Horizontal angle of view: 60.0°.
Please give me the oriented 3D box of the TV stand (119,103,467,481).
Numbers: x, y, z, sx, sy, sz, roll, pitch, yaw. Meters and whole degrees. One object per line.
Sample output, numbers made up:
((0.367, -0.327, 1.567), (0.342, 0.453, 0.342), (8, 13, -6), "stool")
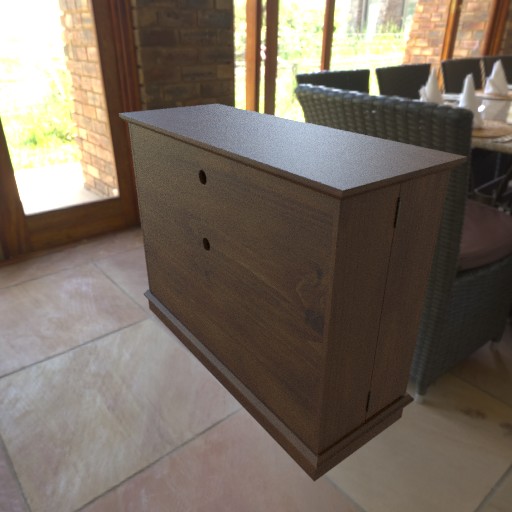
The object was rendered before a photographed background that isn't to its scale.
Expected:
((0.000, 0.000, 1.465), (0.406, 0.813, 1.067), (-18, 32, -32), "TV stand")
